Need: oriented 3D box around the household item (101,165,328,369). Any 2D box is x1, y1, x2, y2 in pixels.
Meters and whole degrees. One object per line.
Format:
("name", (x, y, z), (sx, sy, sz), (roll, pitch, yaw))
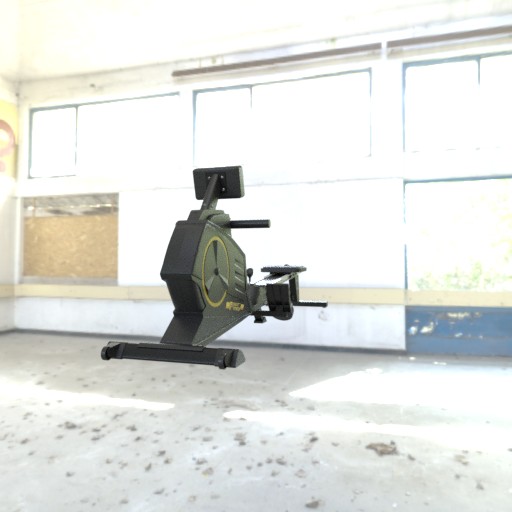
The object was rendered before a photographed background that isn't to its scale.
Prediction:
("household item", (0.000, 0.000, 2.592), (0.521, 0.810, 2.251), (0, -1, 17))
